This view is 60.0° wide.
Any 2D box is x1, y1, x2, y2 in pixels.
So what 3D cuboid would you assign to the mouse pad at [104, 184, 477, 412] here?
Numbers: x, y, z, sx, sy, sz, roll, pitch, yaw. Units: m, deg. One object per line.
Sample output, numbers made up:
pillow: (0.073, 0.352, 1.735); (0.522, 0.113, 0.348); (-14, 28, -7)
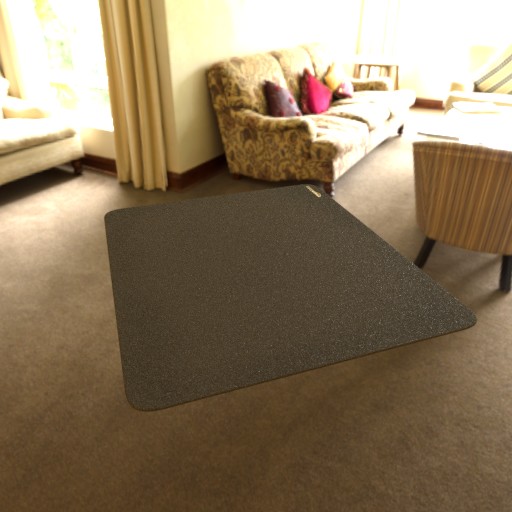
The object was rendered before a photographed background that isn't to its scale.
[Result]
mouse pad: (0.000, 0.000, 0.625); (0.393, 0.002, 0.451); (-10, 32, -16)
